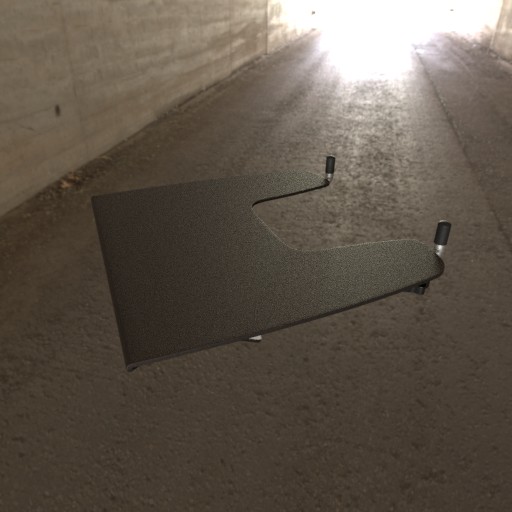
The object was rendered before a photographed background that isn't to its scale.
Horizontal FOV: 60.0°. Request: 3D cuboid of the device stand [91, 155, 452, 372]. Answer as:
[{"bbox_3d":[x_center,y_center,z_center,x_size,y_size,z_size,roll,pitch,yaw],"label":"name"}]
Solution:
[{"bbox_3d":[0.000,0.000,0.358,0.230,0.092,0.230,-12,33,-19],"label":"device stand"}]
